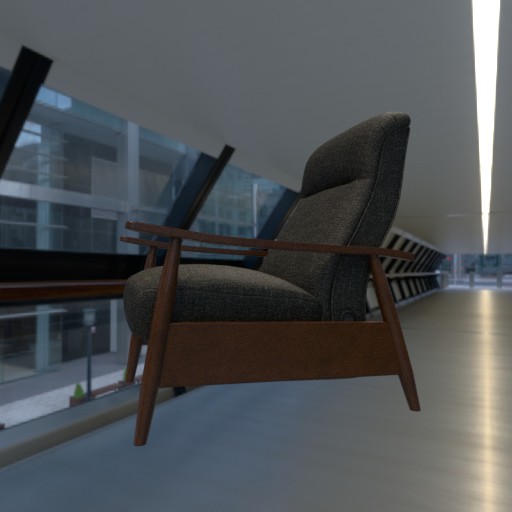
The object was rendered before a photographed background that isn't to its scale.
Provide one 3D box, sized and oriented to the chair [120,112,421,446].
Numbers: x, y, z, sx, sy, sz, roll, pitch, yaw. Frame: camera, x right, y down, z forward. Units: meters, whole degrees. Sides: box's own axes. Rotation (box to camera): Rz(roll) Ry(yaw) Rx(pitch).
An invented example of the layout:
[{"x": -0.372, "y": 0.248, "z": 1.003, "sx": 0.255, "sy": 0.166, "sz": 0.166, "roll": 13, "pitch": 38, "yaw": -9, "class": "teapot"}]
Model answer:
[{"x": 0.000, "y": 0.000, "z": 1.744, "sx": 1.014, "sy": 1.082, "sz": 0.762, "roll": 0, "pitch": -1, "yaw": -18, "class": "chair"}]
